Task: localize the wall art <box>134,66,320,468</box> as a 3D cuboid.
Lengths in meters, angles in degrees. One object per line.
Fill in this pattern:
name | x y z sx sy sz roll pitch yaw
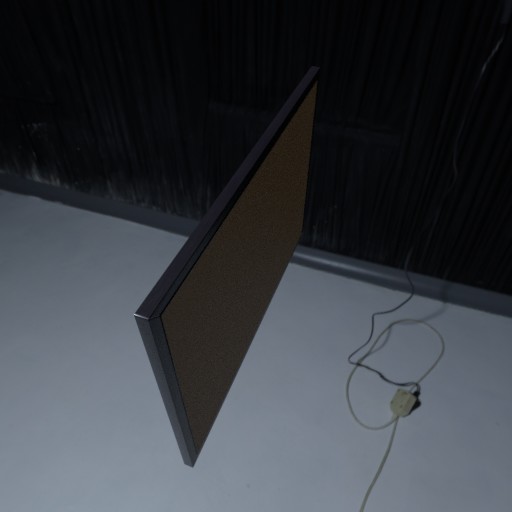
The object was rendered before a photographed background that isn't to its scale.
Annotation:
wall art | 0.000 0.000 0.565 0.013 0.306 0.440 16 49 15
